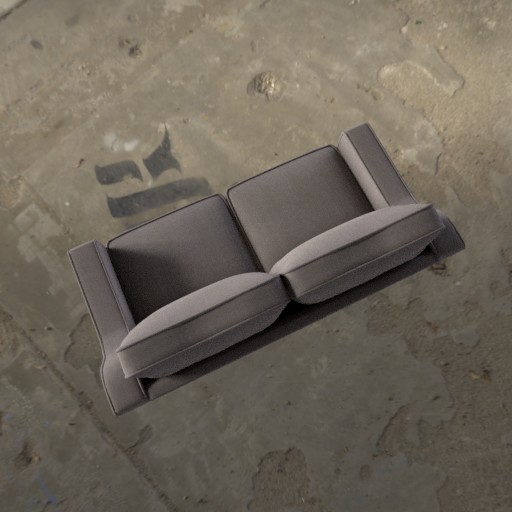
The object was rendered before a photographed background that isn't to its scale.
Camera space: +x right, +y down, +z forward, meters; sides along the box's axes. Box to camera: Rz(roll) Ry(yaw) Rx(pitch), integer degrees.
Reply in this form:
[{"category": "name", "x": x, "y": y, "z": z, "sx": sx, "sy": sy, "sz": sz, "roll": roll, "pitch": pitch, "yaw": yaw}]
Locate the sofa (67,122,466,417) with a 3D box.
[{"category": "sofa", "x": 0.000, "y": 0.000, "z": 2.026, "sx": 1.500, "sy": 0.948, "sz": 0.791, "roll": -25, "pitch": 76, "yaw": -6}]
